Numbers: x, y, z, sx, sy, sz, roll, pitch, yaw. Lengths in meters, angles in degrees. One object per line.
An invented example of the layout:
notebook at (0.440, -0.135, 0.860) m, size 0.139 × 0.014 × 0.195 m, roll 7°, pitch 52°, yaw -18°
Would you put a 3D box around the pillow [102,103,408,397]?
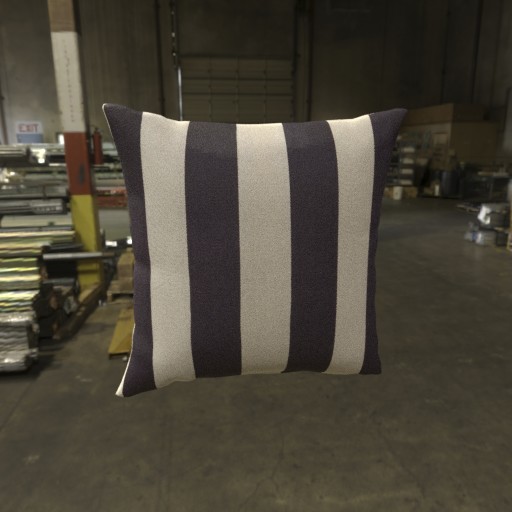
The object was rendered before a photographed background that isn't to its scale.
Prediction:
pillow at (0.000, 0.000, 0.816) m, size 0.536 × 0.526 × 0.189 m, roll -2°, pitch 14°, yaw -8°
